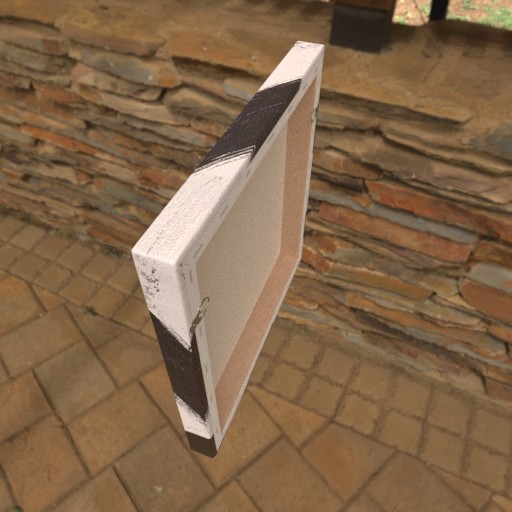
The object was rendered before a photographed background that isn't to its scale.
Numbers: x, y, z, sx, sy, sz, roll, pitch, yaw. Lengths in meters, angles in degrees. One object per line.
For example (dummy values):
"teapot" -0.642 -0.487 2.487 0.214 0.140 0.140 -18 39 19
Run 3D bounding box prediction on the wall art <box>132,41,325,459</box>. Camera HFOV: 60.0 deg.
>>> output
"wall art" 0.000 0.000 0.742 0.050 0.508 0.507 16 49 14
